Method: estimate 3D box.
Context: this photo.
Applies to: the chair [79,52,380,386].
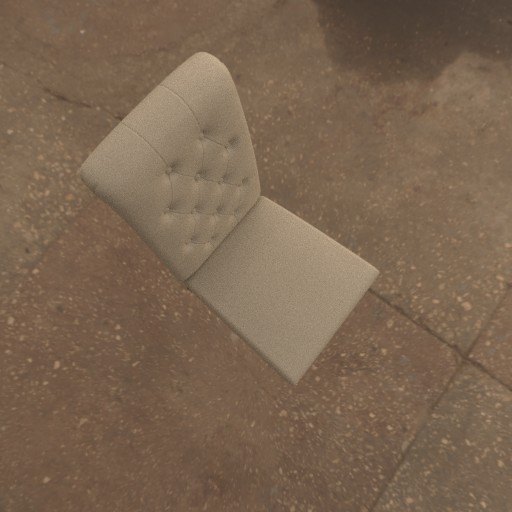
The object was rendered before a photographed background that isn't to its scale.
[{"bbox_3d":[0.000,0.000,1.368,0.671,1.006,0.456,38,77,10],"label":"chair"}]
